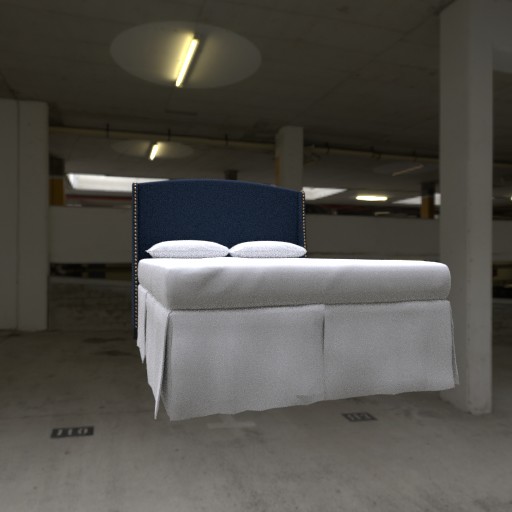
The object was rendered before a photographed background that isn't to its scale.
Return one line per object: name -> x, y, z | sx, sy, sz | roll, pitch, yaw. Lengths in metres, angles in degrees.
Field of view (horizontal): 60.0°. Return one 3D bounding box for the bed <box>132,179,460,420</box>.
bed -> 0.000, 0.000, 3.125 | 1.604, 1.402, 2.223 | 0, 0, -18
